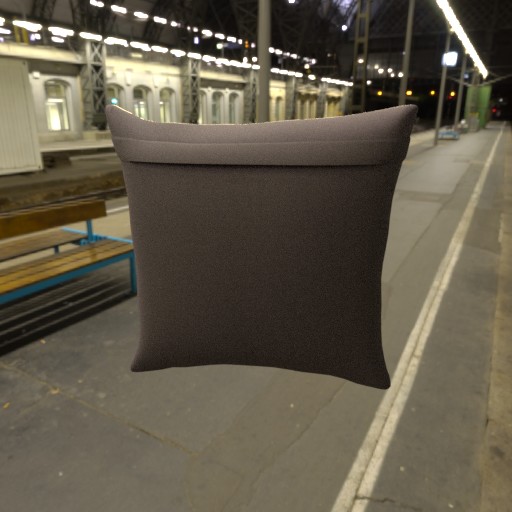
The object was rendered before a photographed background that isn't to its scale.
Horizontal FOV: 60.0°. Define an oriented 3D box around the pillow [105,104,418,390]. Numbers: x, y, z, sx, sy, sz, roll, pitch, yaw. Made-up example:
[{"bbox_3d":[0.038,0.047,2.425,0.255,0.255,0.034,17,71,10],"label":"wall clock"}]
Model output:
[{"bbox_3d":[0.000,0.000,0.626,0.405,0.406,0.173,2,18,7],"label":"pillow"}]
